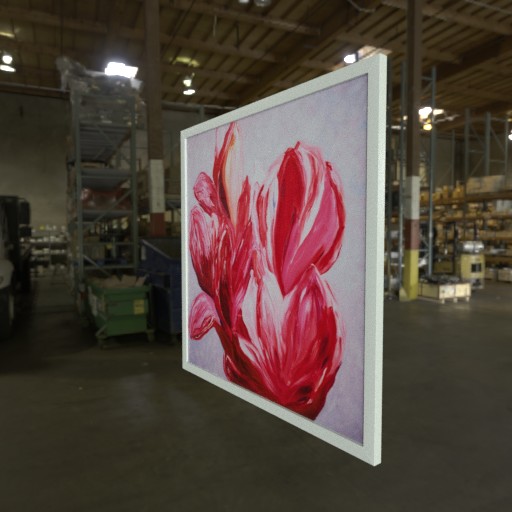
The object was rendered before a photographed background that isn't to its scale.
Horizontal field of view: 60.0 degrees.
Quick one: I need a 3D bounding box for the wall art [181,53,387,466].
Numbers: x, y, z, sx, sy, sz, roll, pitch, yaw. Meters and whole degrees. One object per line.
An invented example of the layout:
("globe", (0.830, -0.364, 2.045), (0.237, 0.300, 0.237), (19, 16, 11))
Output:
("wall art", (0.000, 0.000, 1.187), (0.022, 0.803, 0.805), (-2, 4, -37))
